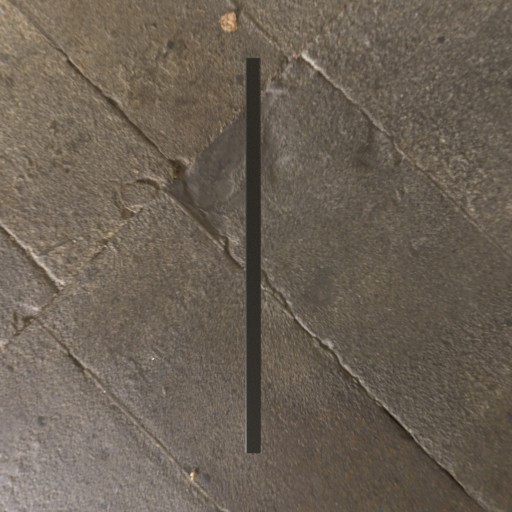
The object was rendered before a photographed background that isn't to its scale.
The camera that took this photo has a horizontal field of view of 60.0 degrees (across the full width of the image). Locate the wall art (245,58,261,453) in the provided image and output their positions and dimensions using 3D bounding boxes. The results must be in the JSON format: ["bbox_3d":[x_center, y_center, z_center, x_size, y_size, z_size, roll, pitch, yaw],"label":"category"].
[{"bbox_3d":[0.000,0.000,1.382,0.030,1.027,0.774,0,90,1],"label":"wall art"}]
